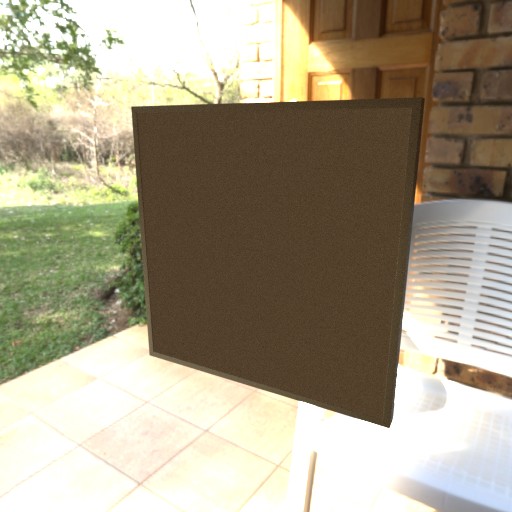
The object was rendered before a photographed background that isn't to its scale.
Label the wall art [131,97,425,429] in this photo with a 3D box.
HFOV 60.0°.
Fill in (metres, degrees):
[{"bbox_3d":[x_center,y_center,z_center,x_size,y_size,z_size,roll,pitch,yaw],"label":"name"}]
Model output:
[{"bbox_3d":[0.000,0.000,1.166,0.762,0.762,0.038,9,18,27],"label":"wall art"}]
